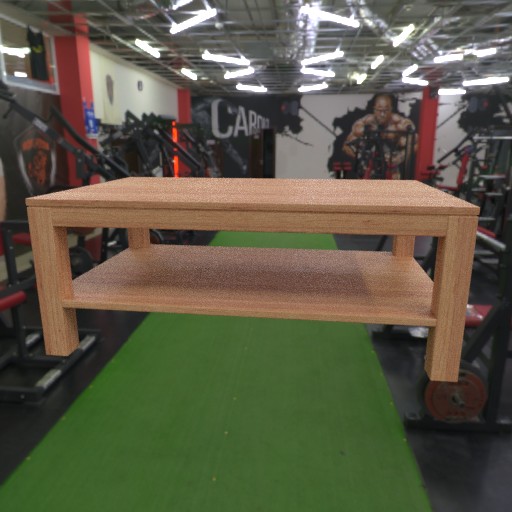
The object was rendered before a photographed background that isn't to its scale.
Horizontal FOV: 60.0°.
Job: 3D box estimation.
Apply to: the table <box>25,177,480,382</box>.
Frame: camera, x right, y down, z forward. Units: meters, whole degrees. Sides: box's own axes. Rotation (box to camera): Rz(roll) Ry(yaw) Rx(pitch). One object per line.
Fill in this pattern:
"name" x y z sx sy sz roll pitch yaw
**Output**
"table" 0.000 0.000 1.496 1.146 0.457 0.695 2 15 7
